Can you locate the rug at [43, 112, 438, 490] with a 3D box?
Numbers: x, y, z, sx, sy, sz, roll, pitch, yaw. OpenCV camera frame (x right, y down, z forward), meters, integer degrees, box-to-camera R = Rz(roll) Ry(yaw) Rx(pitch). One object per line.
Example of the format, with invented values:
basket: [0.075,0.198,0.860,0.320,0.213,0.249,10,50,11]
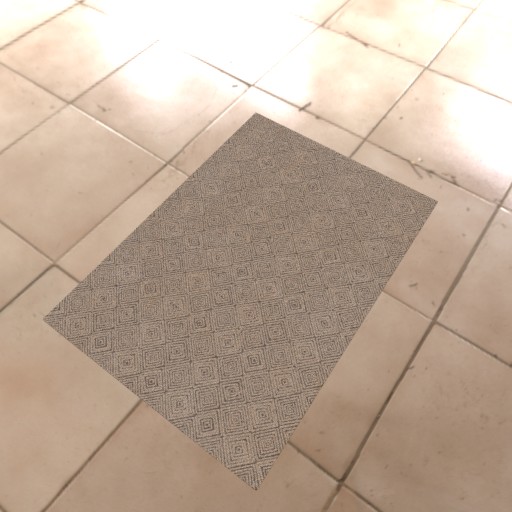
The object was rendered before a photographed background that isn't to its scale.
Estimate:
rug: [0.000,0.000,2.925,1.593,0.008,2.238,31,64,17]
